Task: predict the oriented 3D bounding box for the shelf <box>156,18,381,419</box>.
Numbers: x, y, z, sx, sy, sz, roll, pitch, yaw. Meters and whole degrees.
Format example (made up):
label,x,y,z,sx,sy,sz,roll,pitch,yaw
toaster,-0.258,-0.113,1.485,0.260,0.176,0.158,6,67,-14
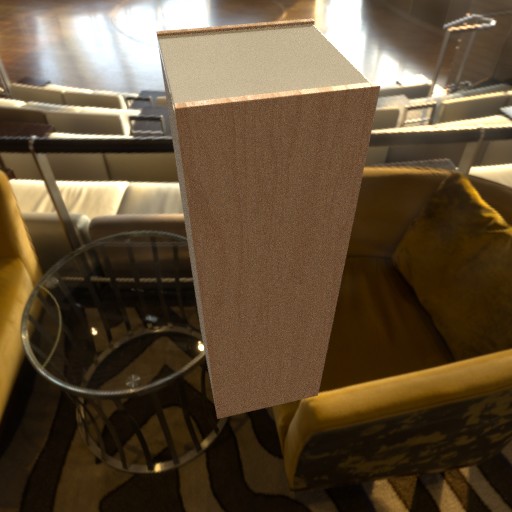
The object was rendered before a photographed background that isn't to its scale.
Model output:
label,x,y,z,sx,sy,sz,roll,pitch,yaw
shelf,0.000,0.000,1.022,0.290,0.900,0.300,-10,46,-10
